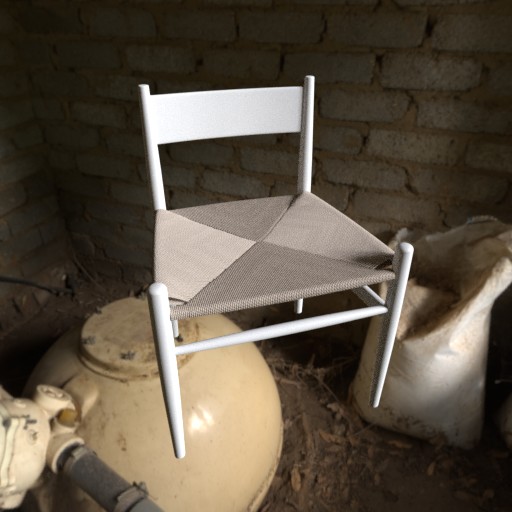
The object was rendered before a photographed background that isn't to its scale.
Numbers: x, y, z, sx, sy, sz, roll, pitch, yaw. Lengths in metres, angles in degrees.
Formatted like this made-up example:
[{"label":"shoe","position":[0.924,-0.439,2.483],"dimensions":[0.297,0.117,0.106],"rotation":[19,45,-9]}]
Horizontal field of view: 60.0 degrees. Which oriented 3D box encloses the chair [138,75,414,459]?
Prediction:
[{"label":"chair","position":[0.000,0.000,1.115],"dimensions":[0.556,0.762,0.495],"rotation":[-9,32,-14]}]
